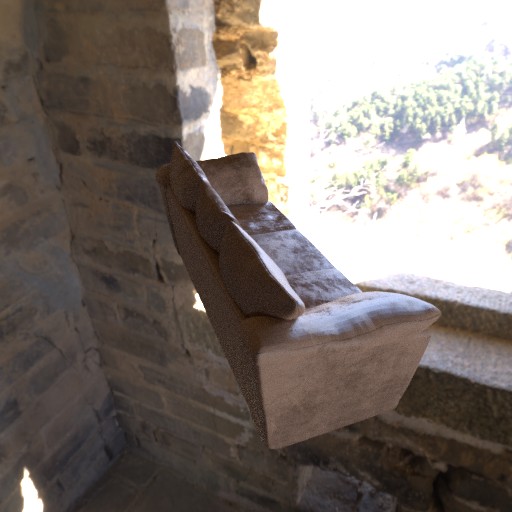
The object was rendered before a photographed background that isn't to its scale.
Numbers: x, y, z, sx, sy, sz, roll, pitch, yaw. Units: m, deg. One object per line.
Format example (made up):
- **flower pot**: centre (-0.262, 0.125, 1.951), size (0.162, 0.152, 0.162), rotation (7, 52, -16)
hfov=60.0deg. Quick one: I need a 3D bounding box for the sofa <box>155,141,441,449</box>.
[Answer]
- **sofa**: centre (0.000, 0.000, 2.864), size (0.893, 0.981, 2.377), rotation (-11, 33, -18)
